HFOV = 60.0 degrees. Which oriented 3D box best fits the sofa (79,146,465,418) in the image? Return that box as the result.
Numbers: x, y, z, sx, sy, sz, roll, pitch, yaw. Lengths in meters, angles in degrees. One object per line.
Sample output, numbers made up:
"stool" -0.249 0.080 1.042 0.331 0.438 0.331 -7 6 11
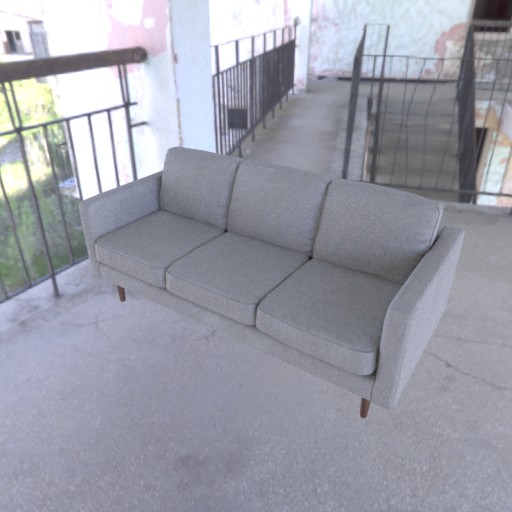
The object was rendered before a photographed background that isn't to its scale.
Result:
"sofa" 0.000 0.000 2.560 1.983 0.918 0.944 18 34 29
